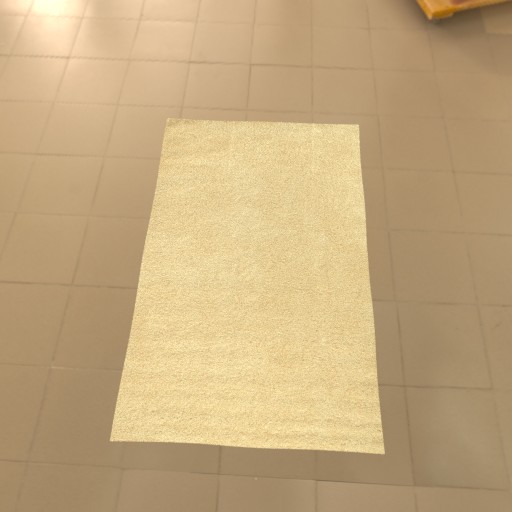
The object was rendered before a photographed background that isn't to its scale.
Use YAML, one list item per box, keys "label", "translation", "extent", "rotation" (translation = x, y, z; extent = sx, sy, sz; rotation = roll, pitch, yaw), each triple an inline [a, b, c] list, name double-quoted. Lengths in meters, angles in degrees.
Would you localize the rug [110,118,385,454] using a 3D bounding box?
- label: "rug"
  translation: [0.000, 0.000, 2.948]
  extent: [1.500, 0.025, 2.346]
  rotation: [2, 63, 1]
